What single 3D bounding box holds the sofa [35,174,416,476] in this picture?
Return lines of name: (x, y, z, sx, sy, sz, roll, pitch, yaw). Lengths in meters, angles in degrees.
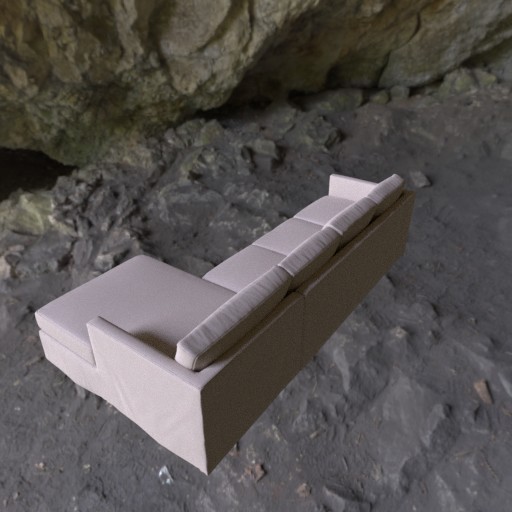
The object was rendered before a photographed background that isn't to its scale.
sofa: (0.000, 0.000, 3.801, 1.622, 0.871, 3.206, 20, 36, 30)
